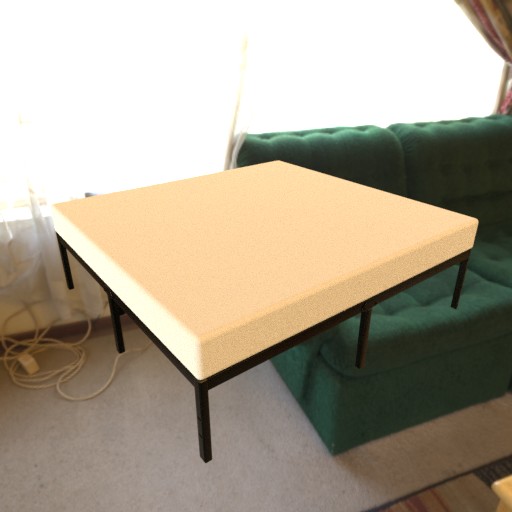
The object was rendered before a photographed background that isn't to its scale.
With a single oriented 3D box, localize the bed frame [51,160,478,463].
[{"bbox_3d":[0.000,0.000,3.052,2.079,0.659,1.963,-19,31,-33],"label":"bed frame"}]
